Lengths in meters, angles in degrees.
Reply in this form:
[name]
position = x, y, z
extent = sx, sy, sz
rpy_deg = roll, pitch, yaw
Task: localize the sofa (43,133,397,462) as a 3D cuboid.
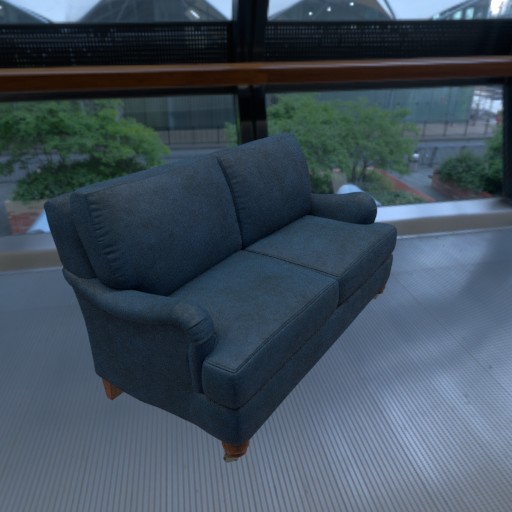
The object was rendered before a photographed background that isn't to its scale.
[sofa]
position = 0.000, 0.000, 2.507
extent = 1.084, 1.101, 1.853
rpy_deg = 16, 29, 31
